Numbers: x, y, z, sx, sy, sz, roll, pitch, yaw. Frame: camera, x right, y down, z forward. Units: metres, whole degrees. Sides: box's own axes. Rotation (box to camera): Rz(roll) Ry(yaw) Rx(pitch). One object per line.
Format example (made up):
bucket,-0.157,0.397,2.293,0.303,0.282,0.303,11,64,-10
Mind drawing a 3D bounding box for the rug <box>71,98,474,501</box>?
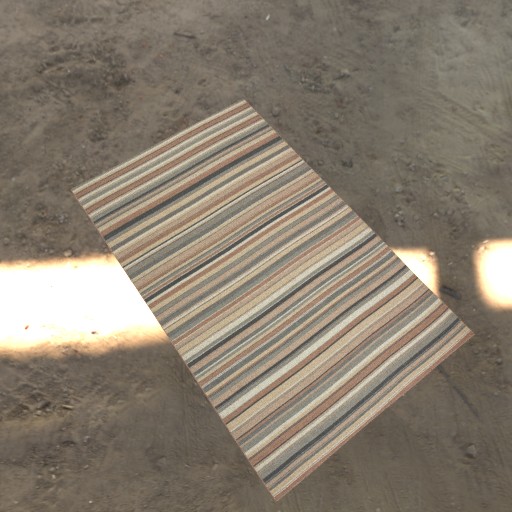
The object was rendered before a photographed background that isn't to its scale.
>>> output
rug,0.000,0.000,2.947,1.523,0.014,2.438,-33,68,-16
